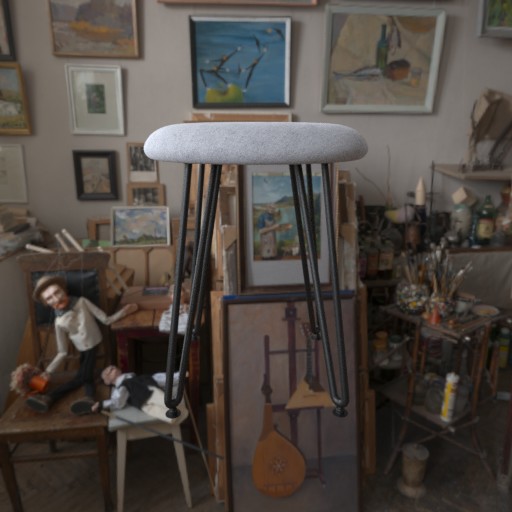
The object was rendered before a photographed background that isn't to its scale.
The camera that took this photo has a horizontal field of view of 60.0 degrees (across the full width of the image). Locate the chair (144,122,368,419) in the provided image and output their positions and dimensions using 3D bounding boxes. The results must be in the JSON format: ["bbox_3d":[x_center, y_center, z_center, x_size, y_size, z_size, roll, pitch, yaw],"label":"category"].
[{"bbox_3d":[0.000,0.000,0.670,0.350,0.386,0.350,15,22,42],"label":"chair"}]
